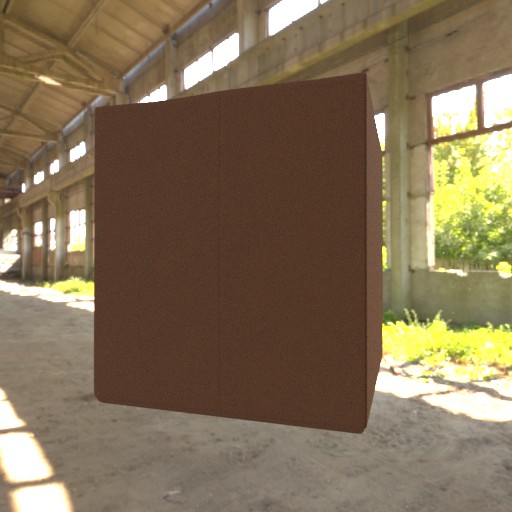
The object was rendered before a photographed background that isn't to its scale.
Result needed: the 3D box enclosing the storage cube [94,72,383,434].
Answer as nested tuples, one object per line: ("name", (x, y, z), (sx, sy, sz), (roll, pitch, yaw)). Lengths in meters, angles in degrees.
("storage cube", (0.000, 0.000, 0.506), (0.270, 0.280, 0.270), (0, -1, 18))
